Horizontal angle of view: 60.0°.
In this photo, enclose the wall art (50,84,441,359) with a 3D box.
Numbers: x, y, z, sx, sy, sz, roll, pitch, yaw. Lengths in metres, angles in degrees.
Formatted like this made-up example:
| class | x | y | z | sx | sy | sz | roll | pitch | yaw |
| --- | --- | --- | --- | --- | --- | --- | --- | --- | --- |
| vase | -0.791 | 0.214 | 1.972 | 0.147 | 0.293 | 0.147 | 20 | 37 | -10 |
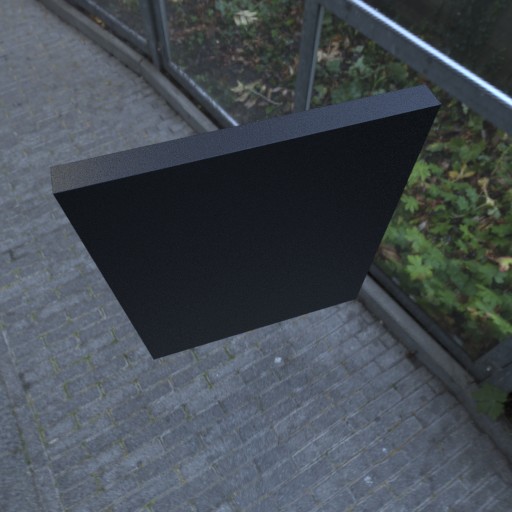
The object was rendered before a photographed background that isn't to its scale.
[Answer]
| class | x | y | z | sx | sy | sz | roll | pitch | yaw |
| --- | --- | --- | --- | --- | --- | --- | --- | --- | --- |
| wall art | 0.000 | 0.000 | 0.523 | 0.325 | 0.380 | 0.028 | -15 | 60 | -9 |
